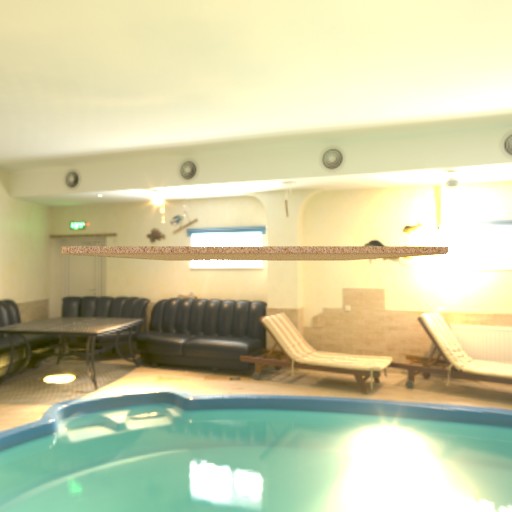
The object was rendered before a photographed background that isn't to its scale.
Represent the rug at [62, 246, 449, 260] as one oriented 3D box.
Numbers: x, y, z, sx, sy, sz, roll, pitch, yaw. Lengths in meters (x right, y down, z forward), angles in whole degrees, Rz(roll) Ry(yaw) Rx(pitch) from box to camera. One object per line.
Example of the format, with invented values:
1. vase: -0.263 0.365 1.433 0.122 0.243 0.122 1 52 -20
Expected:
1. rug: 0.000 0.000 2.147 1.199 0.025 1.600 0 -1 0
